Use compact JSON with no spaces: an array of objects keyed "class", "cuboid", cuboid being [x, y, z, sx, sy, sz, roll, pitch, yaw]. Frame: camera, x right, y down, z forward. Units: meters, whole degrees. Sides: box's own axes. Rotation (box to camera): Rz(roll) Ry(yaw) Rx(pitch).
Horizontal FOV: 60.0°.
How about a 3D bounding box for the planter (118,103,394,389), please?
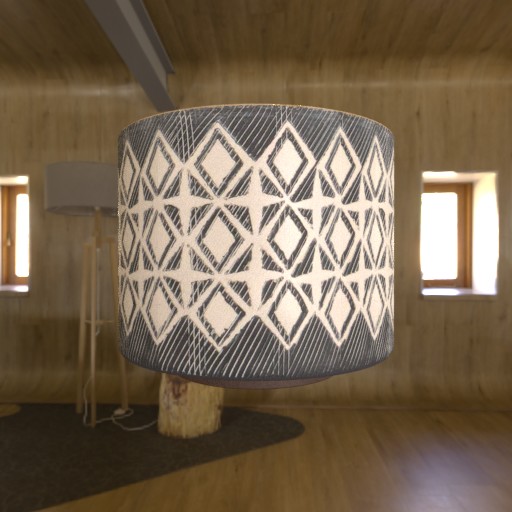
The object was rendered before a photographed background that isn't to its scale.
[{"class":"planter","cuboid":[0.000,0.000,0.213,0.126,0.104,0.126,0,0,0]}]
